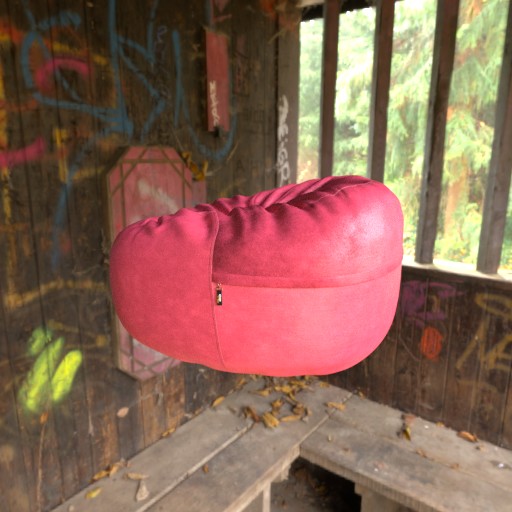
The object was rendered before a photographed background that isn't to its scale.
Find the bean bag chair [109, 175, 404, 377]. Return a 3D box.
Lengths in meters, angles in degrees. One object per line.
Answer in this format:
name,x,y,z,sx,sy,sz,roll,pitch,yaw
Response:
bean bag chair,0.000,0.000,2.430,1.524,0.878,1.524,2,13,9
